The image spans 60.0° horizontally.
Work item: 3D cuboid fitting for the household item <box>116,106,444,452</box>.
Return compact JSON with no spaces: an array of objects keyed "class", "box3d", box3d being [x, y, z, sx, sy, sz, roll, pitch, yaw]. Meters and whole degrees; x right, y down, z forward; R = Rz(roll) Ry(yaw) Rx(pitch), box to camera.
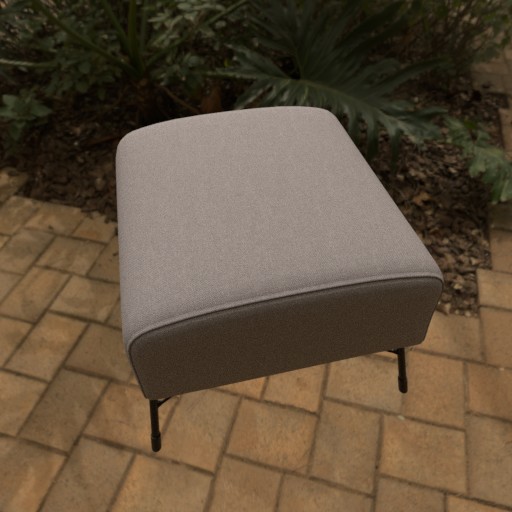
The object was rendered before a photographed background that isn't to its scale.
[{"class":"household item","box3d":[0.000,0.000,0.905,0.530,0.410,0.530,-10,48,-9]}]
